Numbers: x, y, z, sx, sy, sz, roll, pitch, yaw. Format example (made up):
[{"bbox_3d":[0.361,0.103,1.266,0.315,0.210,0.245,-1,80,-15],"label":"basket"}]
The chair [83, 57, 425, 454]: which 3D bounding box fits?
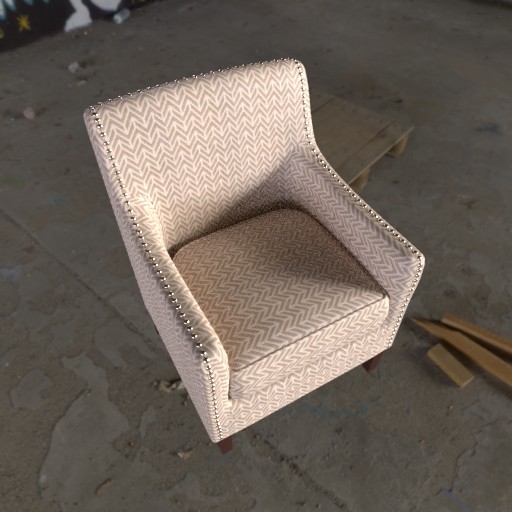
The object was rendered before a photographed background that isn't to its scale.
[{"bbox_3d":[0.000,0.000,1.267,0.623,0.816,0.651,-22,51,-20],"label":"chair"}]
